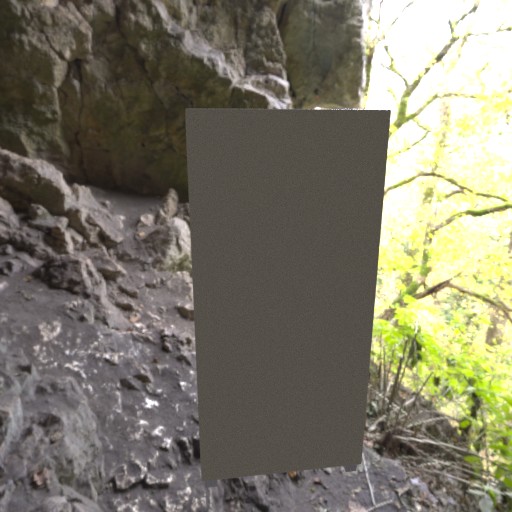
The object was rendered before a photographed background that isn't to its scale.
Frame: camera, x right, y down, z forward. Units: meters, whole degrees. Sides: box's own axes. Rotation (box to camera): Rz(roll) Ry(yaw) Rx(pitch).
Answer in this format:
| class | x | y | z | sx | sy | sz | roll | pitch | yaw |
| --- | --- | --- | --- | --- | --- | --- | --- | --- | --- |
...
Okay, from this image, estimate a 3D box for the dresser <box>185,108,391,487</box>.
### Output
| class | x | y | z | sx | sy | sz | roll | pitch | yaw |
| --- | --- | --- | --- | --- | --- | --- | --- | --- | --- |
| dresser | 0.000 | 0.000 | 1.632 | 0.460 | 1.000 | 1.100 | -2 | 17 | -8 |
